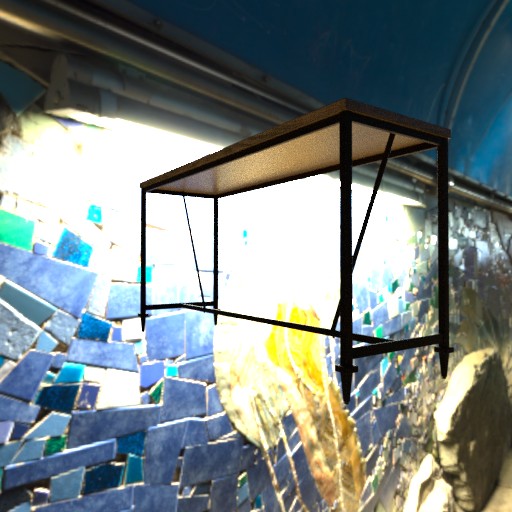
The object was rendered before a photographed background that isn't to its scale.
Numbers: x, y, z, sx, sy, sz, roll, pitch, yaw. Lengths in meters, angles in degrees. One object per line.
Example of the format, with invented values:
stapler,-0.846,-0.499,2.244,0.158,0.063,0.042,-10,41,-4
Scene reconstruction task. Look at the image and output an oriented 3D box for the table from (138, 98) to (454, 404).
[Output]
table,0.000,0.000,2.138,0.551,0.902,1.700,1,-1,-35
